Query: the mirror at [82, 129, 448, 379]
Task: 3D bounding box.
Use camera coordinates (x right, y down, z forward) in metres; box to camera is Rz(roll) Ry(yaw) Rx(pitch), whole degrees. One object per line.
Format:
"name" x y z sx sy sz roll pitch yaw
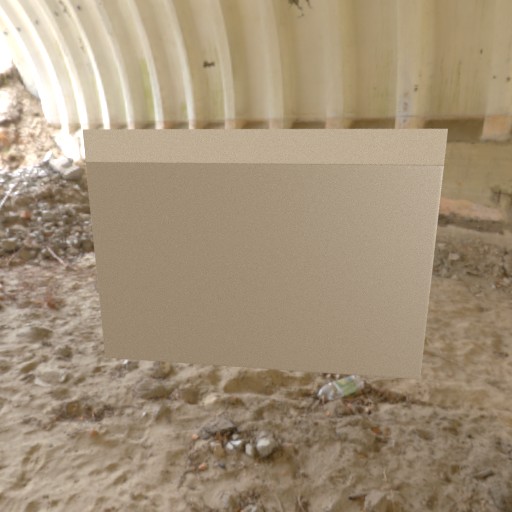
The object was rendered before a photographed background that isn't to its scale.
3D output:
"mirror" 0.000 0.000 1.145 0.870 0.630 0.030 2 15 7
